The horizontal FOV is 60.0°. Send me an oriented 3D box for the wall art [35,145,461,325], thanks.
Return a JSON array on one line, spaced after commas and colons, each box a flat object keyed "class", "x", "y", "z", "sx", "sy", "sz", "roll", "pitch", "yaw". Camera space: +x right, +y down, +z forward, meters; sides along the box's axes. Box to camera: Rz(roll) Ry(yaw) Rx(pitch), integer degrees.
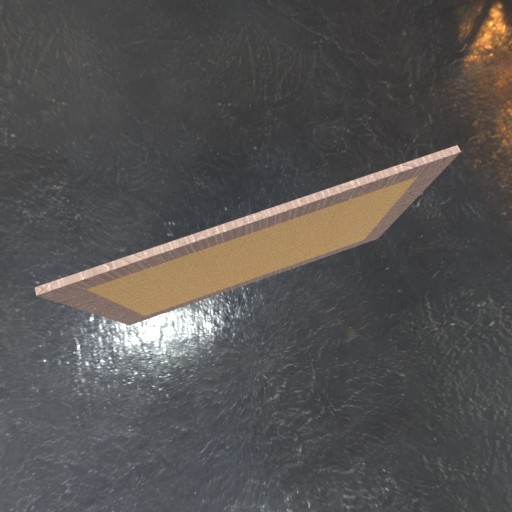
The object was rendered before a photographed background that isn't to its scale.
[{"class": "wall art", "x": 0.000, "y": 0.000, "z": 1.410, "sx": 1.056, "sy": 0.761, "sz": 0.020, "roll": -19, "pitch": 77, "yaw": -5}]
